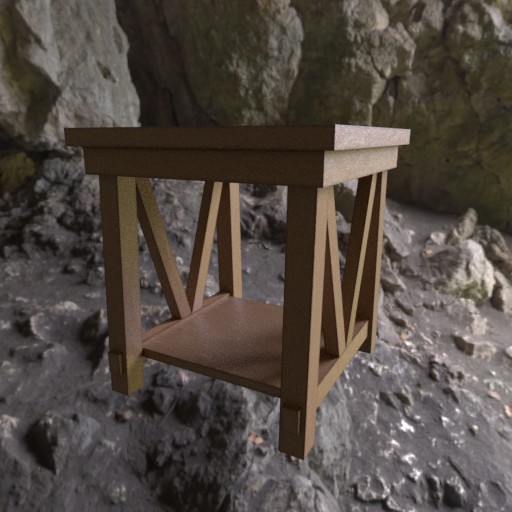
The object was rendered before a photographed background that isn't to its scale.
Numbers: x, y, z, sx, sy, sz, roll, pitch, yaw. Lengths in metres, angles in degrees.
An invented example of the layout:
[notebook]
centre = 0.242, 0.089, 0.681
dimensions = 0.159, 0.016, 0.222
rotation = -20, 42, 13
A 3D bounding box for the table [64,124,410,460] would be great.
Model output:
[table]
centre = 0.000, 0.000, 1.155
dimensions = 0.610, 0.638, 0.612
rotation = 8, 17, 28
